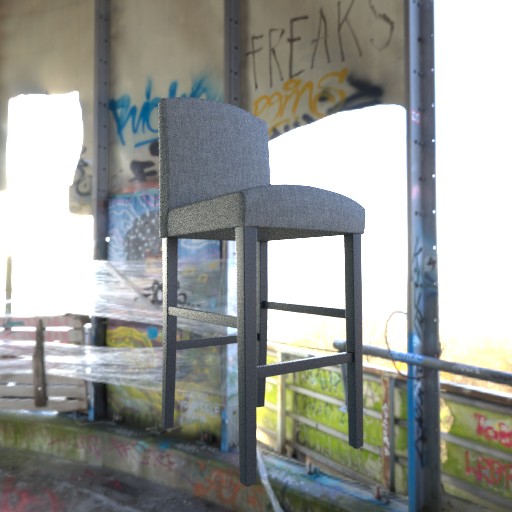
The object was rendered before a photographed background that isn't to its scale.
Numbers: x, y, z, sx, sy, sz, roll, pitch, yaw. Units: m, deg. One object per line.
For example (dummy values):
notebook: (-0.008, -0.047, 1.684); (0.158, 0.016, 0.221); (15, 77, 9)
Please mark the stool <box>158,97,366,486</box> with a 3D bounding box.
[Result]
stool: (0.000, 0.000, 1.409); (0.451, 1.138, 0.552); (1, -2, -36)
